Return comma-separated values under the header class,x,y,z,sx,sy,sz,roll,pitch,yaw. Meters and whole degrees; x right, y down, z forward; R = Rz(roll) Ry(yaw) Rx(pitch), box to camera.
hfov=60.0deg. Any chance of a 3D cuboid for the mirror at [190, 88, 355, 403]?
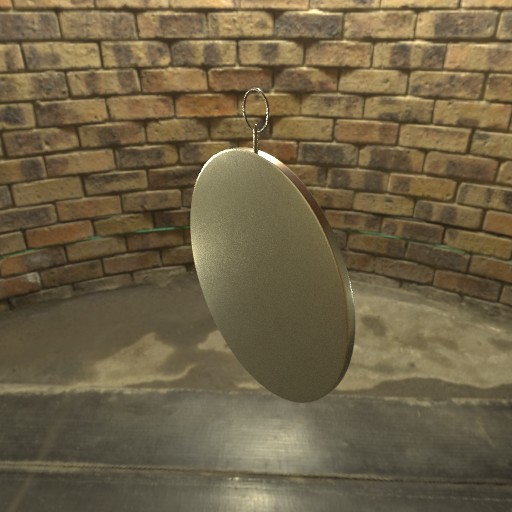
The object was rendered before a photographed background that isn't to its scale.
class,x,y,z,sx,sy,sz,roll,pitch,yaw
mirror,0.000,0.000,0.999,0.020,0.713,0.594,-19,33,-31
